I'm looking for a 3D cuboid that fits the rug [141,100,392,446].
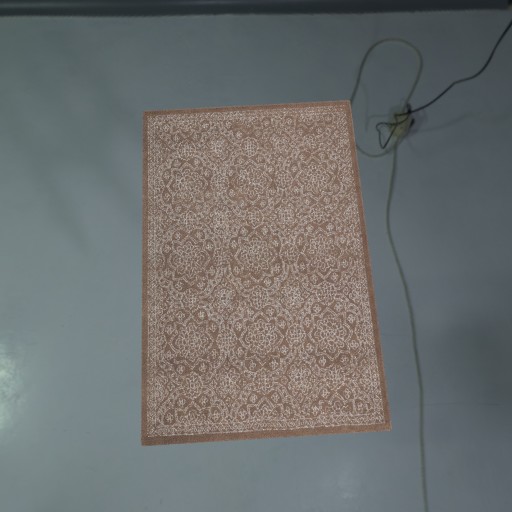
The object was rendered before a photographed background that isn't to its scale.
[{"bbox_3d":[0.000,0.000,2.971,1.524,0.011,2.286,-3,75,-1],"label":"rug"}]
